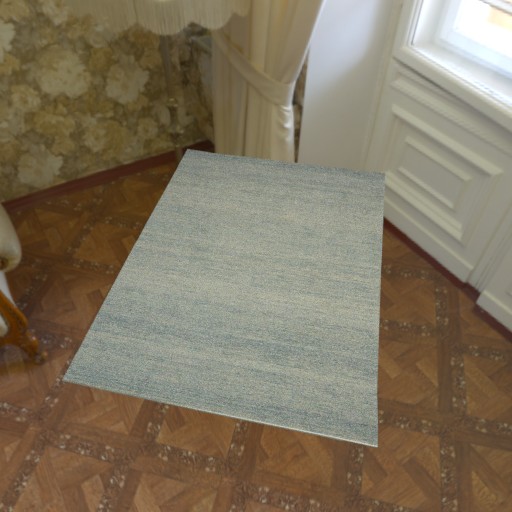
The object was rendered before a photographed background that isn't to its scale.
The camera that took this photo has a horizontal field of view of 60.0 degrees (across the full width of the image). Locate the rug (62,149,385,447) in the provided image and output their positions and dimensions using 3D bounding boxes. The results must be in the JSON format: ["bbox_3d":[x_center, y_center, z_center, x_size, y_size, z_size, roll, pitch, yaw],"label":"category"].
[{"bbox_3d":[0.000,0.000,4.377,2.461,0.046,3.237,9,49,8],"label":"rug"}]
